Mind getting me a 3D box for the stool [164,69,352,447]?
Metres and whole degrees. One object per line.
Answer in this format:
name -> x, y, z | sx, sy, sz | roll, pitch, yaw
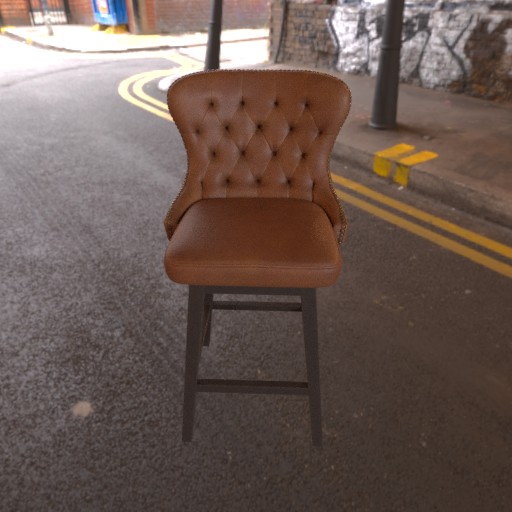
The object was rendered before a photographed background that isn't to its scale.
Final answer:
stool -> 0.000, 0.000, 1.338 | 0.528, 0.971, 0.593 | 1, 31, 2
